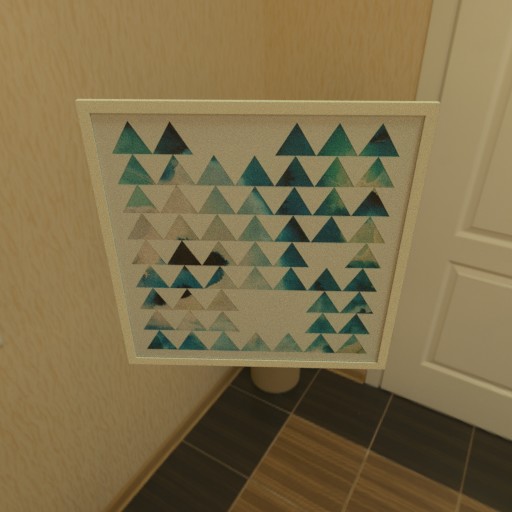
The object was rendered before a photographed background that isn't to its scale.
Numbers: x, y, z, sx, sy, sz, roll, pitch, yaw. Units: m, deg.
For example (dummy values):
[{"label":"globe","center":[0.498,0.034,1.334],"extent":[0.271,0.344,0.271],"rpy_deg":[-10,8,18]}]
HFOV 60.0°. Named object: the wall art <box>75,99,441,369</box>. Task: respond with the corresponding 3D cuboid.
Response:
[{"label":"wall art","center":[0.000,0.000,0.825],"extent":[0.557,0.557,0.012],"rpy_deg":[1,31,1]}]
